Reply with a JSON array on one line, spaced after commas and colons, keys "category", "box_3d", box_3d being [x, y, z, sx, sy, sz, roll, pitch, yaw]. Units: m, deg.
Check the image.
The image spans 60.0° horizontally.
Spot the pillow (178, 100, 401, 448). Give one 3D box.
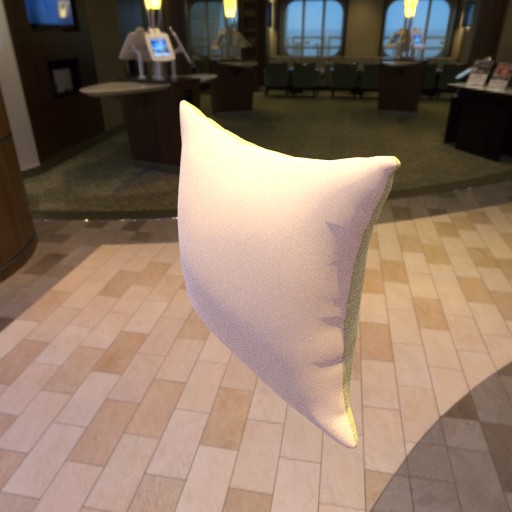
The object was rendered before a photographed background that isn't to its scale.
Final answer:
[{"category": "pillow", "box_3d": [0.000, 0.000, 0.812, 0.229, 0.487, 0.560, -18, 32, -31]}]
